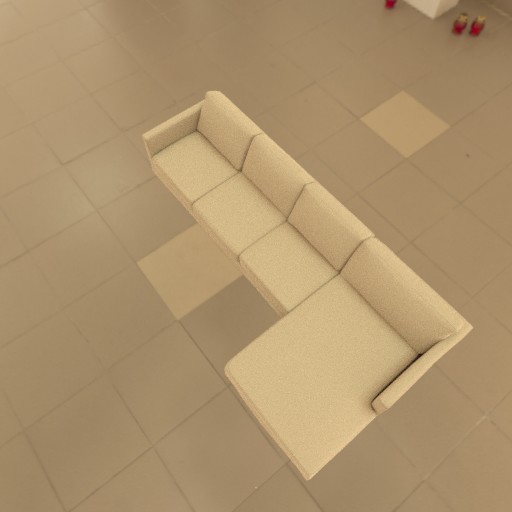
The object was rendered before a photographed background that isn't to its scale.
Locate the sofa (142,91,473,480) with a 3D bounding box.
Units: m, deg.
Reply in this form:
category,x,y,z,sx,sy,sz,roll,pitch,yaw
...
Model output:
category,x,y,z,sx,sy,sz,roll,pitch,yaw
sofa,0.000,0.000,3.847,1.625,0.861,3.186,-36,68,-17
